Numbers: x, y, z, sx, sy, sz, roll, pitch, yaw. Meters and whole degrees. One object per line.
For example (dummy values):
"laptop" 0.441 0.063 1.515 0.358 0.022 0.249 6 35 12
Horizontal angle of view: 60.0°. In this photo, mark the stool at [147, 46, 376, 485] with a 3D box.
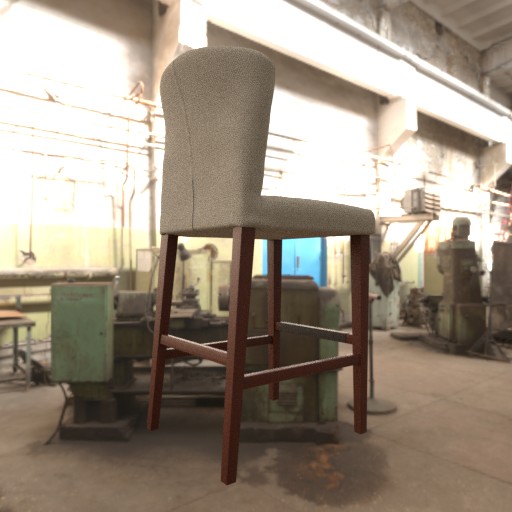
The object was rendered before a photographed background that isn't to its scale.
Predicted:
"stool" 0.000 0.000 1.359 0.568 1.069 0.481 0 -1 -38
